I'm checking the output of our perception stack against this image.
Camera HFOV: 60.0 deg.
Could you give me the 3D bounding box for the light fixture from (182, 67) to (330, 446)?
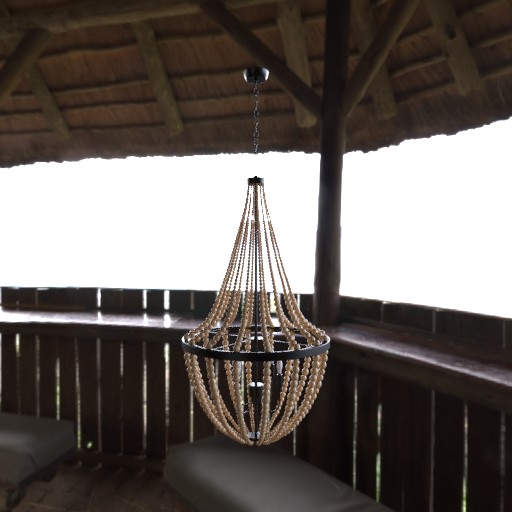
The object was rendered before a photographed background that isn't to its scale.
[{"bbox_3d":[0.000,0.000,1.366,0.450,1.133,0.450,0,0,0],"label":"light fixture"}]
